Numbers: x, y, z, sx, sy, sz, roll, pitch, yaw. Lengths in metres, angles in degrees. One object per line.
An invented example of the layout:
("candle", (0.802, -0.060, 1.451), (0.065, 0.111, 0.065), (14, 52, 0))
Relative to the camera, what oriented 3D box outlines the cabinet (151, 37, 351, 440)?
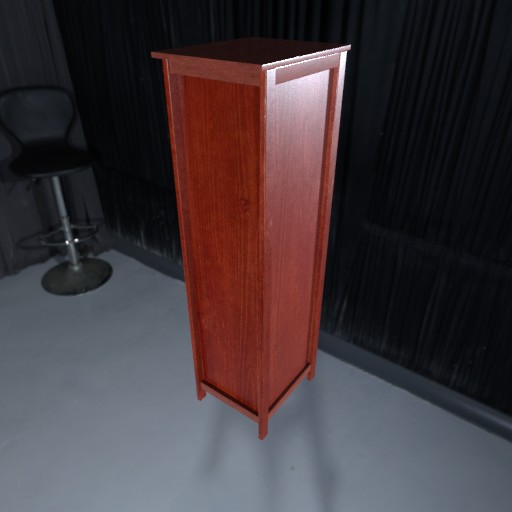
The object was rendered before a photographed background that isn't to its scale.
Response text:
("cabinet", (0.000, 0.000, 1.775), (0.401, 1.518, 0.500), (21, 38, 30))
